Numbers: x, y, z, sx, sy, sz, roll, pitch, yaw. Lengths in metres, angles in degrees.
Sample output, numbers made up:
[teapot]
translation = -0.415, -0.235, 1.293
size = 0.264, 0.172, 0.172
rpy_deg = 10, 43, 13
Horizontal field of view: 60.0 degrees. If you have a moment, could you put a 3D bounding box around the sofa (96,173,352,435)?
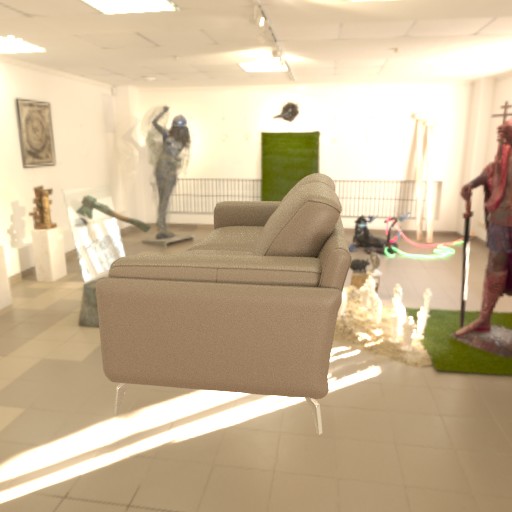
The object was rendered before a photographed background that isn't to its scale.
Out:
[sofa]
translation = 0.000, 0.000, 2.647
size = 1.049, 0.930, 2.101
rpy_deg = 2, 14, 8
